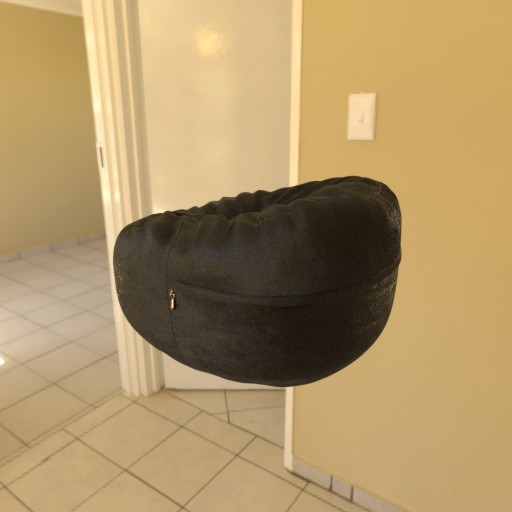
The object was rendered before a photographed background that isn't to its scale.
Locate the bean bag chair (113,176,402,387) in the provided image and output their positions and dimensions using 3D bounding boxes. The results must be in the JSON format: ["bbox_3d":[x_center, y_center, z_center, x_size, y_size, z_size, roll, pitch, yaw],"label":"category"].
[{"bbox_3d":[0.000,0.000,2.451,1.524,0.878,1.524,8,19,25],"label":"bean bag chair"}]
